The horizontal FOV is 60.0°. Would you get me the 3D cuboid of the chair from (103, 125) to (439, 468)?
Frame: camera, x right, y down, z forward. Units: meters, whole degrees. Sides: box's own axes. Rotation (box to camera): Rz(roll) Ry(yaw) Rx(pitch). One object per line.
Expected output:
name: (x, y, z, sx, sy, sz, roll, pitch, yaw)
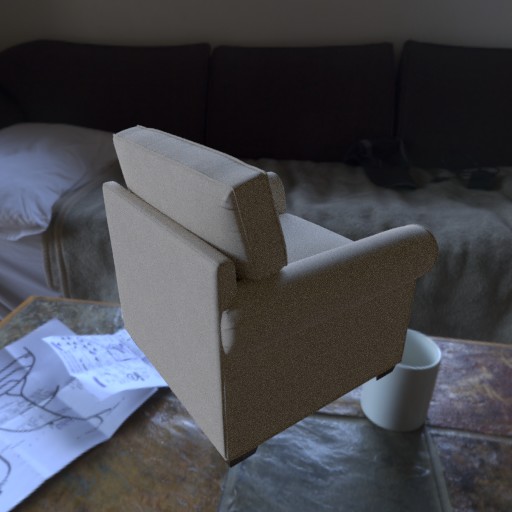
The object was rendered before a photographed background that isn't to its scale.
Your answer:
chair: (0.000, 0.000, 1.742, 0.863, 0.955, 1.040, -17, 31, -31)
